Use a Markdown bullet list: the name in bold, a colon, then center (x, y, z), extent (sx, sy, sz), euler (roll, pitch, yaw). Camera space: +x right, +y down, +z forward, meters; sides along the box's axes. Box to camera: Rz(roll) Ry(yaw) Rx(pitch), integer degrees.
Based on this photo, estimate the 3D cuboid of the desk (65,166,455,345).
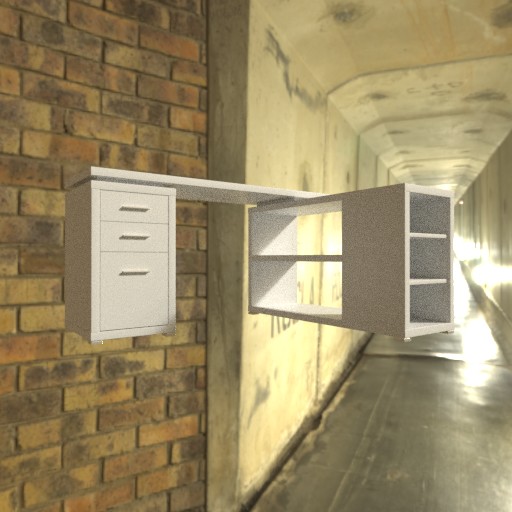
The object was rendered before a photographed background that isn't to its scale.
- **desk**: center (0.000, 0.000, 2.203), extent (1.524, 0.753, 1.200), euler (0, 0, -36)
